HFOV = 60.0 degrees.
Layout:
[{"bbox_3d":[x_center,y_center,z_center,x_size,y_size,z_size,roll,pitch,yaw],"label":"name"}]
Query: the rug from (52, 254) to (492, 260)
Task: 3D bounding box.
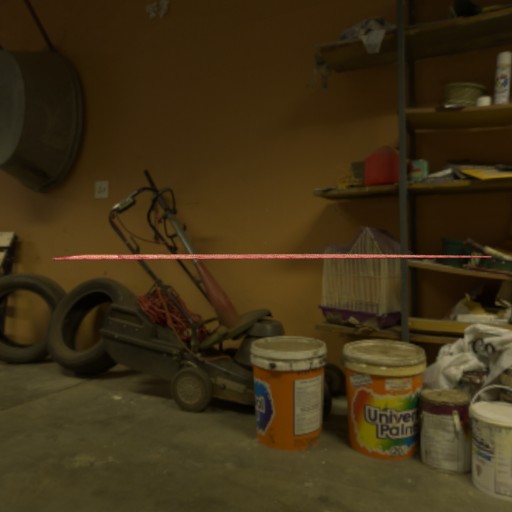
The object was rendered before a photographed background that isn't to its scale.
[{"bbox_3d":[0.000,0.000,2.821,2.184,0.007,1.579,0,1,-18],"label":"rug"}]
